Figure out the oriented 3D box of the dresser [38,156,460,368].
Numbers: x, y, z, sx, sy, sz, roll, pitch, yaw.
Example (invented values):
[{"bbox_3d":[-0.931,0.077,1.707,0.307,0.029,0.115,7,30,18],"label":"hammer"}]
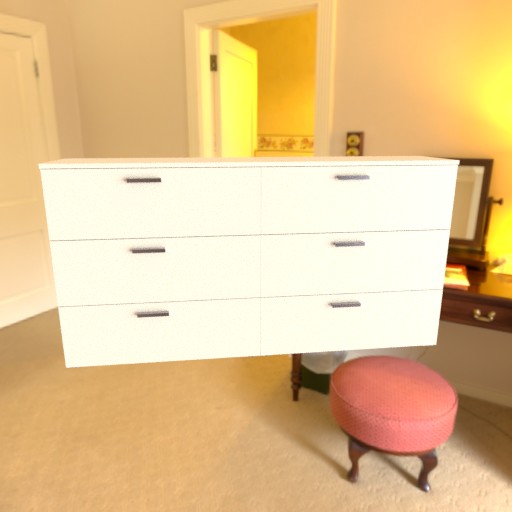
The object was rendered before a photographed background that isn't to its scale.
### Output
[{"bbox_3d":[0.000,0.000,1.855,1.535,0.790,0.333,-2,16,-7],"label":"dresser"}]
